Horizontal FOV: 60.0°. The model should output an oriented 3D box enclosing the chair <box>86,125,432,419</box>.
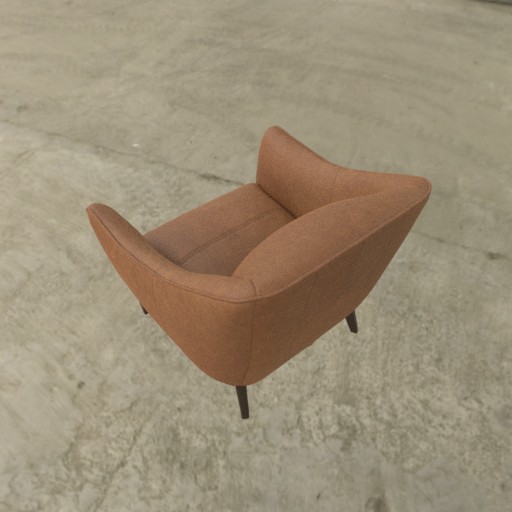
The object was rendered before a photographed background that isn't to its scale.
[{"bbox_3d":[0.000,0.000,1.618,0.871,0.830,0.852,-30,54,-26],"label":"chair"}]
